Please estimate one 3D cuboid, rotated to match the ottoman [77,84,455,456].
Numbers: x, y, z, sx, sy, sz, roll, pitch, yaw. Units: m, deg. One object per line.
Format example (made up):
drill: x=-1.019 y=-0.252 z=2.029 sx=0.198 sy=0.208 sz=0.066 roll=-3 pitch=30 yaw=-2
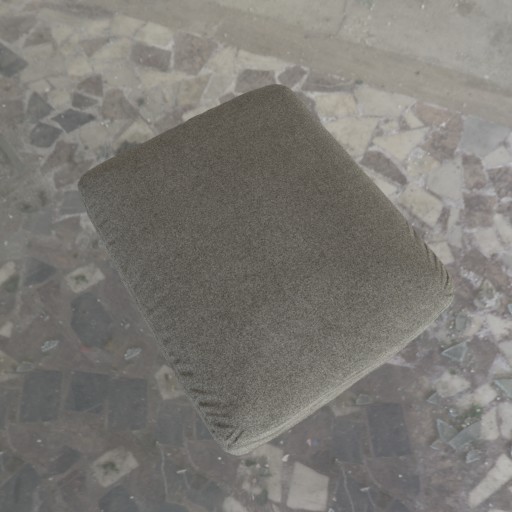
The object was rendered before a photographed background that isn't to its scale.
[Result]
ottoman: x=0.000 y=0.000 z=1.232 sx=0.683 sy=0.481 sz=0.837 roll=-30 pitch=68 yaw=-13
